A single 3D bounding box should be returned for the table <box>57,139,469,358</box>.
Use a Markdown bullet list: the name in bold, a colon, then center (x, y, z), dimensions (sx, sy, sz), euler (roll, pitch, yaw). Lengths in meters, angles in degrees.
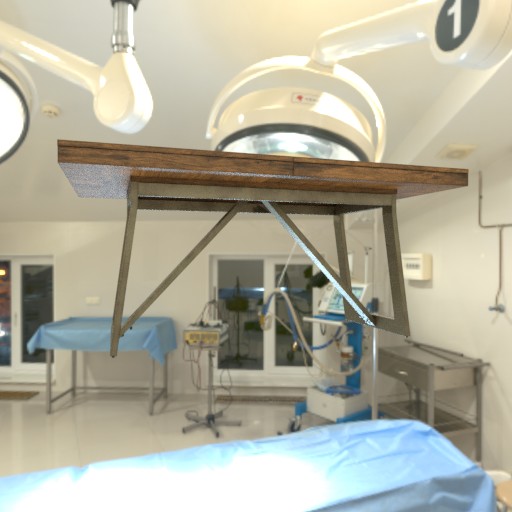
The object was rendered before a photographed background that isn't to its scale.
- **table**: center (0.000, 0.000, 2.121), dimensions (1.641, 0.757, 0.931), euler (0, 0, -18)
